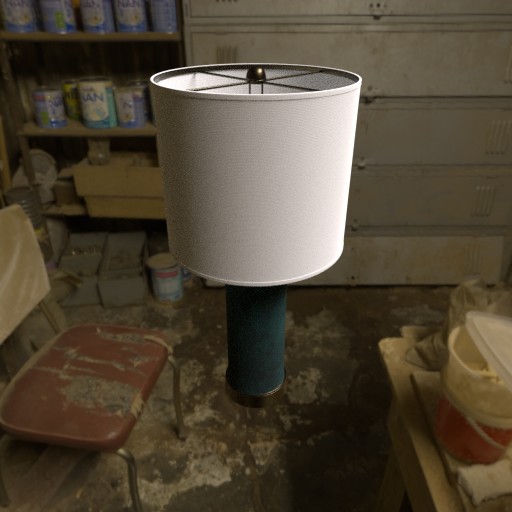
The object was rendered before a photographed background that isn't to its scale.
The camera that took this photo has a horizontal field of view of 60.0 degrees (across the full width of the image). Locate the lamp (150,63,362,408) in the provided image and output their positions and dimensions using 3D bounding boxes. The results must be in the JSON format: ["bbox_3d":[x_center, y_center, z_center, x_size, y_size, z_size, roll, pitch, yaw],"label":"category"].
[{"bbox_3d":[0.000,0.000,0.793,0.301,0.630,0.301,1,30,1],"label":"lamp"}]
